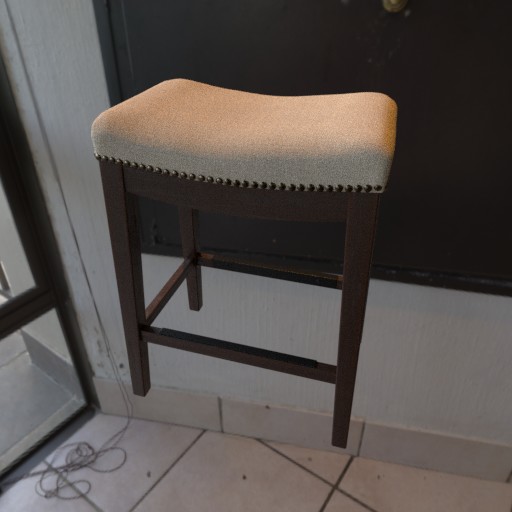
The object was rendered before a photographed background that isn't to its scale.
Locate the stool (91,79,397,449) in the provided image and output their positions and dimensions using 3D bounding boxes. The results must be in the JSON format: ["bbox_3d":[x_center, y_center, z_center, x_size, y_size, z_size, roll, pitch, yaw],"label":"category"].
[{"bbox_3d":[0.000,0.000,0.972,0.509,0.669,0.363,9,34,14],"label":"stool"}]
